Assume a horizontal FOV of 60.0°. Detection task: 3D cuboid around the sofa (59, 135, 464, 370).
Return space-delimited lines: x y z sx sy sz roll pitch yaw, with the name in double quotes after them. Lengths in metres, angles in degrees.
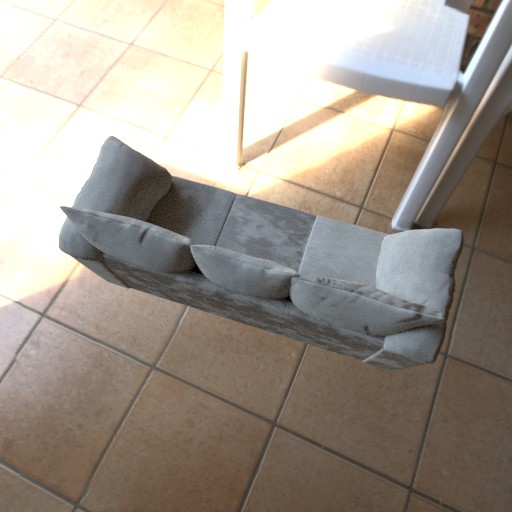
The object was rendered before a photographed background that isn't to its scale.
0.000 0.000 2.897 2.377 0.981 0.893 16 65 8 "sofa"
